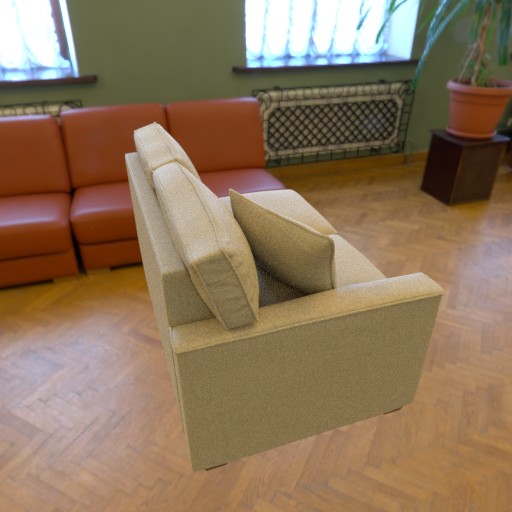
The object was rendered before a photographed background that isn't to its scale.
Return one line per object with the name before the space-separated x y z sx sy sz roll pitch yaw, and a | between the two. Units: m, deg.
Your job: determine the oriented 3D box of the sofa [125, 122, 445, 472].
sofa | 0.000 0.000 2.072 0.991 0.989 1.388 -10 32 -17
